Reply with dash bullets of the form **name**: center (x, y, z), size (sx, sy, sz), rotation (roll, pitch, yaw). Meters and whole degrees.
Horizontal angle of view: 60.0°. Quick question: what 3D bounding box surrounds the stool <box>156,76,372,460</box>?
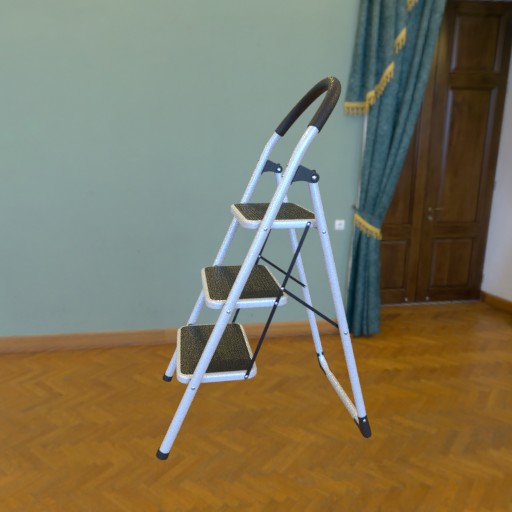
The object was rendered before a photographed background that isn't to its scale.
- **stool**: center (0.000, 0.000, 1.456), size (0.676, 1.109, 0.485), rotation (-2, 14, -9)
